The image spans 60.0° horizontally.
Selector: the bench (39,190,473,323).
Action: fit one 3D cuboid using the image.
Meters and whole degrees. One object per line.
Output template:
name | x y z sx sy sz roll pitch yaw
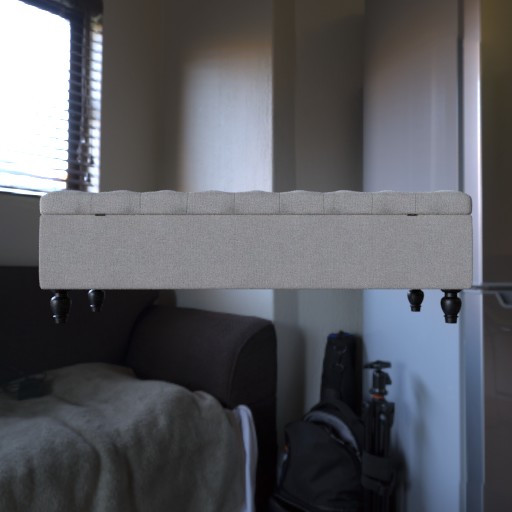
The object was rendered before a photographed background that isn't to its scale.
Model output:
bench | 0.000 0.000 1.715 1.480 0.467 0.455 0 0 0
